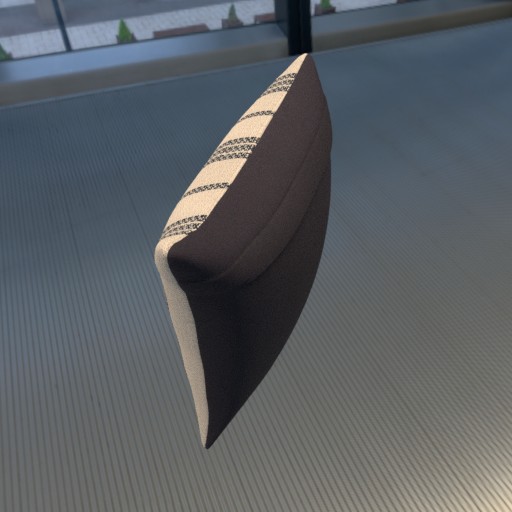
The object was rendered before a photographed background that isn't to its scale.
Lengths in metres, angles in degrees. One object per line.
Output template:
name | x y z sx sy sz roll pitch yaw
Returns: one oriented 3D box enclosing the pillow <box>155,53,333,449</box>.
pillow | 0.000 0.000 0.616 0.173 0.406 0.405 15 49 14
